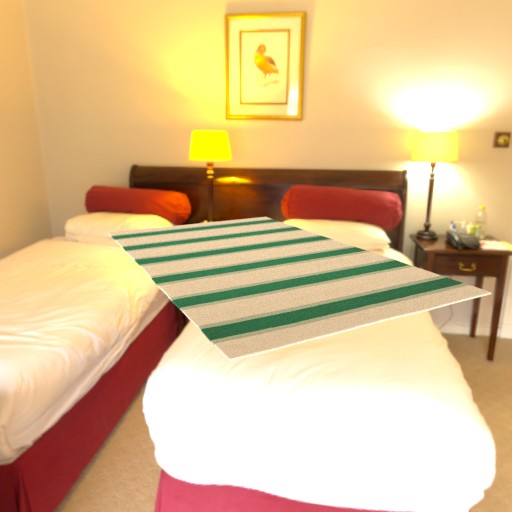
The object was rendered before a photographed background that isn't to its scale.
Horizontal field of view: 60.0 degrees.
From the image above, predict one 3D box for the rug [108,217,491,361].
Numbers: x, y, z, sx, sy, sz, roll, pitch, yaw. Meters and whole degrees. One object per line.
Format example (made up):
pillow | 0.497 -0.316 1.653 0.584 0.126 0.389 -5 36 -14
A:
rug | 0.000 0.000 3.021 1.521 0.015 2.436 -8 18 -27
